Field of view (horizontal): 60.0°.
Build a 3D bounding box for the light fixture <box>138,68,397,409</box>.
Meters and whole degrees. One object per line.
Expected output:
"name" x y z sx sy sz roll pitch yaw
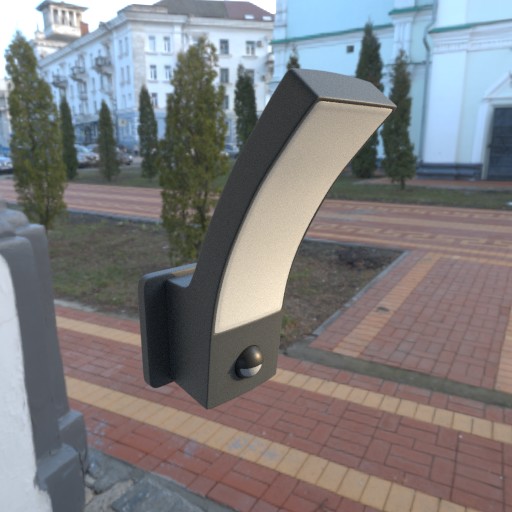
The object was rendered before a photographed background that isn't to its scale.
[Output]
"light fixture" 0.000 0.000 0.333 0.108 0.243 0.174 -13 19 -43
